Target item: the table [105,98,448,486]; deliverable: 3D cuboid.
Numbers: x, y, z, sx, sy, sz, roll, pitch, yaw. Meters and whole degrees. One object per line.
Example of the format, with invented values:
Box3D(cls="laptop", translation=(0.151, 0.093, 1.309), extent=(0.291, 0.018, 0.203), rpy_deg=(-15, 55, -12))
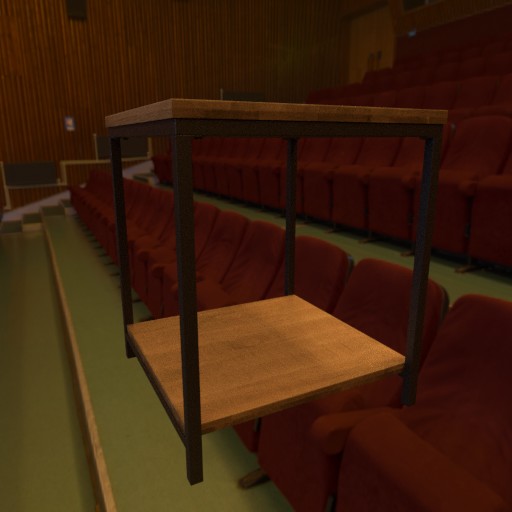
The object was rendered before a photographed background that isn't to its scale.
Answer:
Box3D(cls="table", translation=(0.000, 0.000, 0.964), extent=(0.503, 0.589, 0.507), rpy_deg=(-7, 16, -26))
